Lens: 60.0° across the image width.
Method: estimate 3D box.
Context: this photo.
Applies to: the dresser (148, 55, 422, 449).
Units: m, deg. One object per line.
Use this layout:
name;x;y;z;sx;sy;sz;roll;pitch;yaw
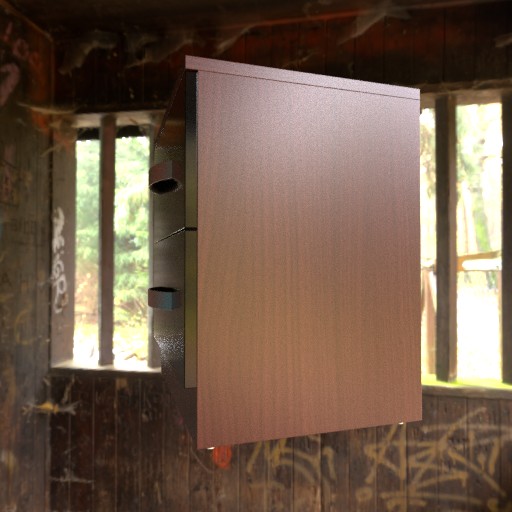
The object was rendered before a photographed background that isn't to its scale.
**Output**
dresser;0.000;0.000;0.761;0.360;0.470;0.400;0;-1;-18
